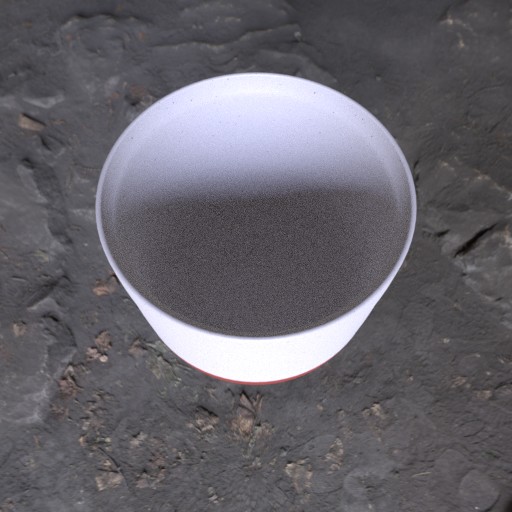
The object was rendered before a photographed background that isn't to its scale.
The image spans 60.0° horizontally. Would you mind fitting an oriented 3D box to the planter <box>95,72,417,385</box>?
[{"bbox_3d":[0.000,0.000,0.491,0.268,0.270,0.268,0,64,0],"label":"planter"}]
